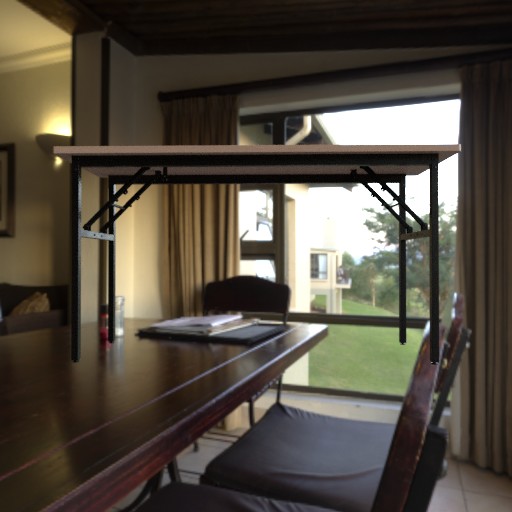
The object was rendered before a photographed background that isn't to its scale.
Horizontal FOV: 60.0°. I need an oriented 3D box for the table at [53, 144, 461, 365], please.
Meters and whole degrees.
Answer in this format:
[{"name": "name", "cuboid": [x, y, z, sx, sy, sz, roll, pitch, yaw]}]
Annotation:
[{"name": "table", "cuboid": [0.000, 0.000, 1.727, 1.397, 0.750, 0.447, 0, -1, 1]}]
